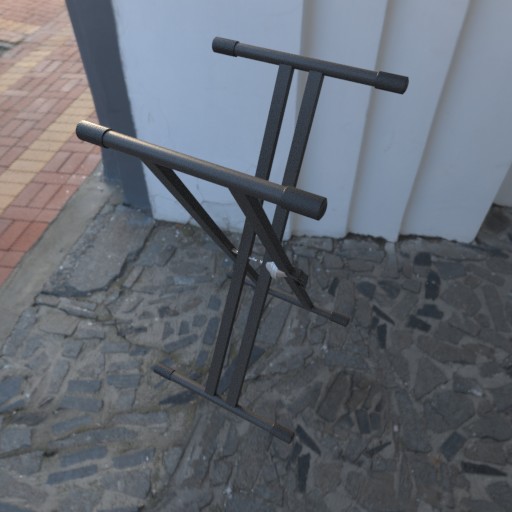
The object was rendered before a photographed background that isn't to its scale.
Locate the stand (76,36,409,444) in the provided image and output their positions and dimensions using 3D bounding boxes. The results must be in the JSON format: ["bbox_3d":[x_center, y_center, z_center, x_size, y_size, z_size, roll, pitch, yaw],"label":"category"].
[{"bbox_3d":[0.000,0.000,1.199,0.495,0.900,0.503,21,50,19],"label":"stand"}]
